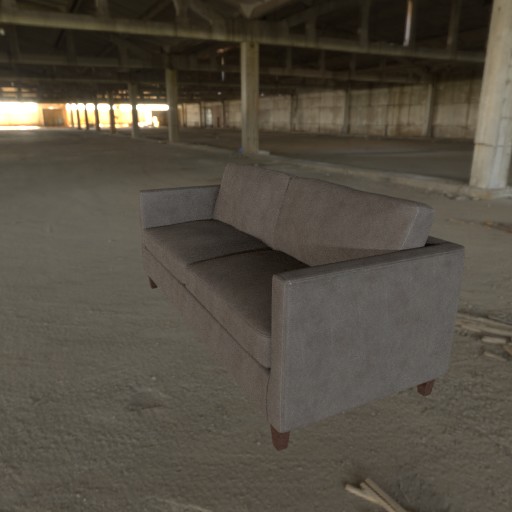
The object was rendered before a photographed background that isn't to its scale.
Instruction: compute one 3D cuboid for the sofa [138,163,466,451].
[{"bbox_3d":[0.000,0.000,2.706,0.951,0.965,2.208,-9,19,-26],"label":"sofa"}]
